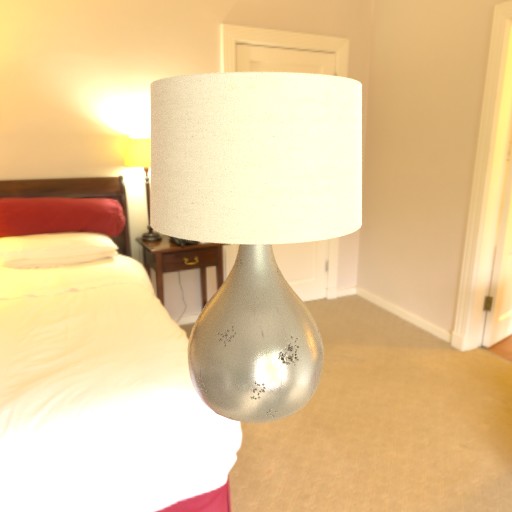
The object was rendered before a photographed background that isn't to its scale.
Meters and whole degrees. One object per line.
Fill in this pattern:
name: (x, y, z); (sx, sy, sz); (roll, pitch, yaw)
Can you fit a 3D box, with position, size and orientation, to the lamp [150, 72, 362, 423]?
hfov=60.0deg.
lamp: (0.000, 0.000, 0.726); (0.330, 0.521, 0.330); (0, 15, 0)
